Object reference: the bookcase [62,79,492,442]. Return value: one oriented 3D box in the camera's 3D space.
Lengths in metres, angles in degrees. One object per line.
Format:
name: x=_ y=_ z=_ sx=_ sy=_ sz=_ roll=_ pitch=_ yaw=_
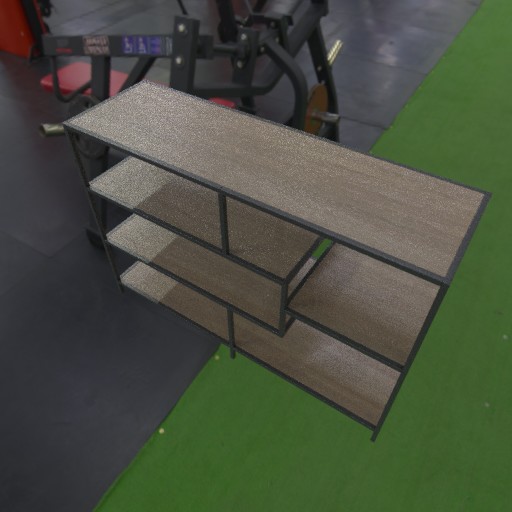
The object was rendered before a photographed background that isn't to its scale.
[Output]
bookcase: x=0.000 y=0.000 z=1.467 sx=1.140 sy=0.780 sz=0.350 roll=25 pitch=51 yaw=23
